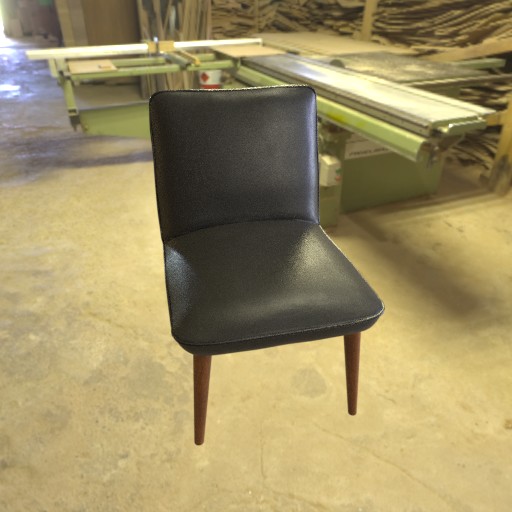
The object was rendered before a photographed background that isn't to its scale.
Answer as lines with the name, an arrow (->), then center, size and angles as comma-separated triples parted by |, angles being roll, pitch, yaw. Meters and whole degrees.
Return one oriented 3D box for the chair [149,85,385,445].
chair -> 0.000, 0.000, 1.240 | 0.543, 0.801, 0.645 | -9, 32, -15
